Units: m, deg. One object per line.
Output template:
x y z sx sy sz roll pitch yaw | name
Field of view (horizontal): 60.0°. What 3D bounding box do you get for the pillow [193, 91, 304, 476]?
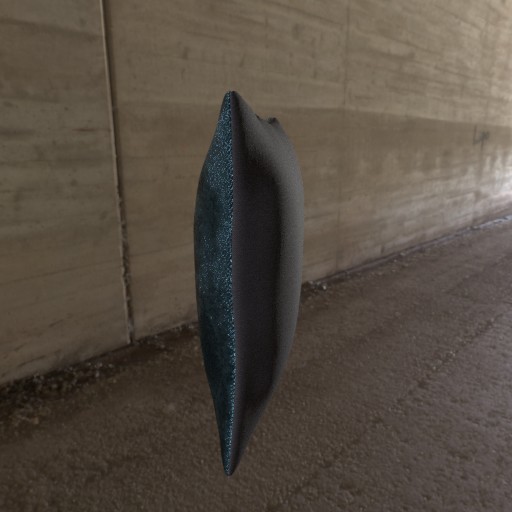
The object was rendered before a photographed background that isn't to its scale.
0.000 0.000 0.667 0.138 0.430 0.436 2 15 8 | pillow
